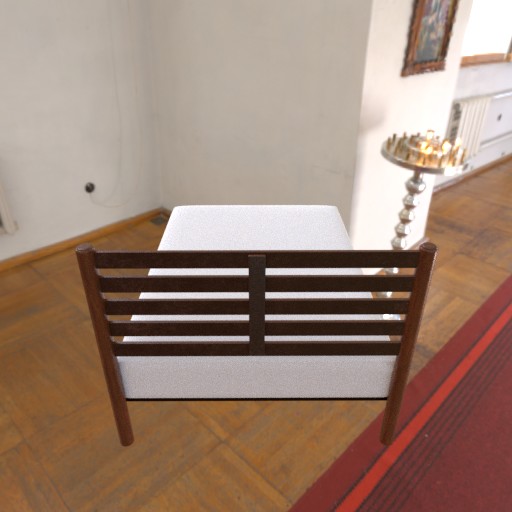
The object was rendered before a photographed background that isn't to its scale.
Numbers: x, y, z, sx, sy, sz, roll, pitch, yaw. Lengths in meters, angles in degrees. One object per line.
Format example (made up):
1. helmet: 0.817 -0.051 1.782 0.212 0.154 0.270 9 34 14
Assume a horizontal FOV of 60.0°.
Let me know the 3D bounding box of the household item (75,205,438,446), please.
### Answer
1. household item: 0.000 0.000 3.295 1.663 1.356 2.232 0 30 0
